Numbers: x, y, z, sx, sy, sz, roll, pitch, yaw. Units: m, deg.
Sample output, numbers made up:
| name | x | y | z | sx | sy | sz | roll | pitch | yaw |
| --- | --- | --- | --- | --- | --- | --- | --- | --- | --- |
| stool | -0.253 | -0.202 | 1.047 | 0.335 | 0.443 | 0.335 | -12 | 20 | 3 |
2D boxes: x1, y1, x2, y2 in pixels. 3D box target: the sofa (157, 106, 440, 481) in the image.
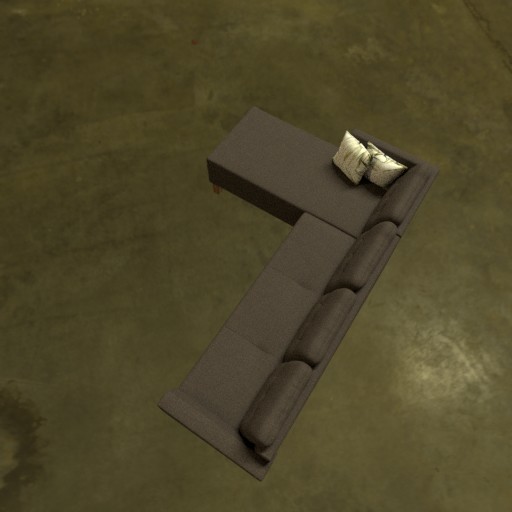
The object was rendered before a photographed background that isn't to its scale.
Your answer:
| name | x | y | z | sx | sy | sz | roll | pitch | yaw |
| --- | --- | --- | --- | --- | --- | --- | --- | --- | --- |
| sofa | 0.000 | 0.000 | 3.555 | 1.829 | 0.932 | 2.679 | 30 | 67 | 14 |
